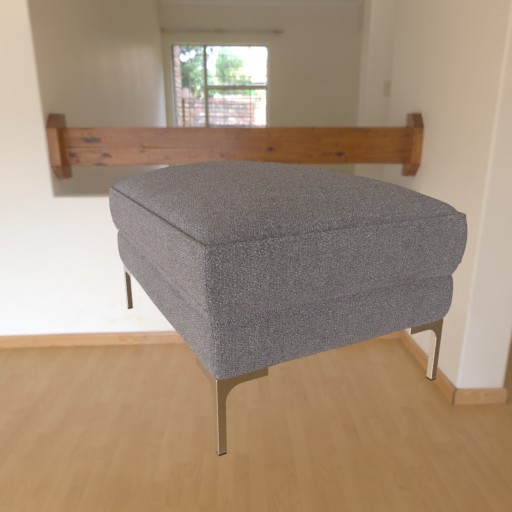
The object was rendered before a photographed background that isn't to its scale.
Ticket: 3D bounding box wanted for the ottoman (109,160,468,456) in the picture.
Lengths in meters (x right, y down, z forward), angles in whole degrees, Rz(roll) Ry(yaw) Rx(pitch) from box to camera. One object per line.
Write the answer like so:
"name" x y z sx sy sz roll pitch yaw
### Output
"ottoman" 0.000 0.000 1.146 0.583 0.464 0.785 -8 18 -26
